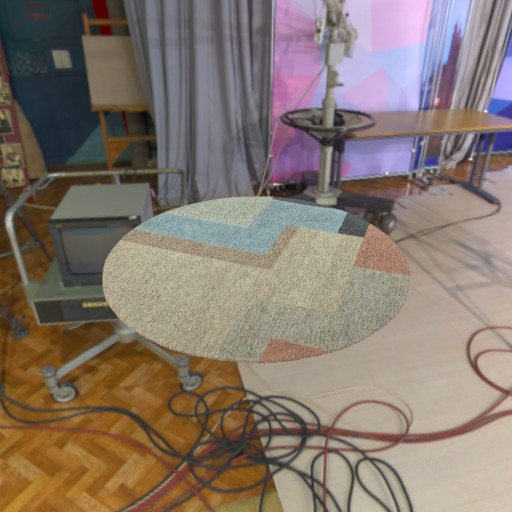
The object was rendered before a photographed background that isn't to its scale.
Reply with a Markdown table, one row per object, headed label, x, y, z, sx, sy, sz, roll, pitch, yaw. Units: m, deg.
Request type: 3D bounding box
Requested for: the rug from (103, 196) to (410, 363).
| label | x | y | z | sx | sy | sz | roll | pitch | yaw |
| --- | --- | --- | --- | --- | --- | --- | --- | --- | --- |
| rug | 0.000 | 0.000 | 3.685 | 2.461 | 0.033 | 2.461 | 0 | 31 | 0 |
